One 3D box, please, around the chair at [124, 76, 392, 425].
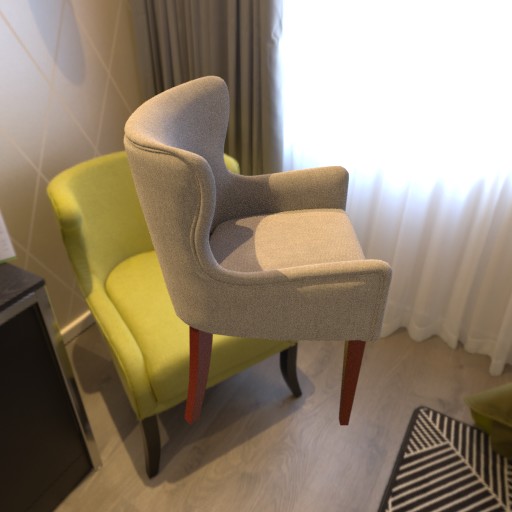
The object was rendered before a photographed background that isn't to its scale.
[{"bbox_3d":[0.000,0.000,1.412,0.677,0.948,0.732,0,33,0],"label":"chair"}]
